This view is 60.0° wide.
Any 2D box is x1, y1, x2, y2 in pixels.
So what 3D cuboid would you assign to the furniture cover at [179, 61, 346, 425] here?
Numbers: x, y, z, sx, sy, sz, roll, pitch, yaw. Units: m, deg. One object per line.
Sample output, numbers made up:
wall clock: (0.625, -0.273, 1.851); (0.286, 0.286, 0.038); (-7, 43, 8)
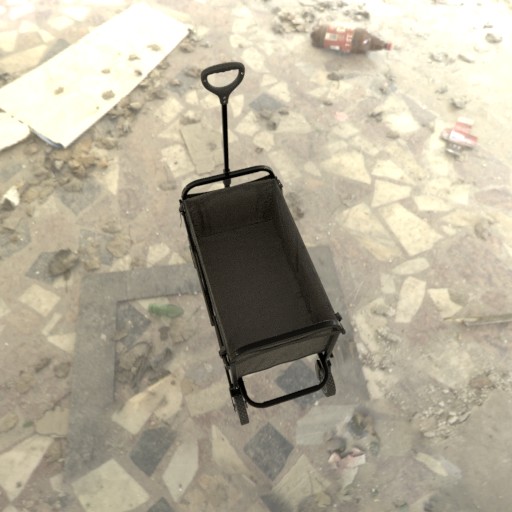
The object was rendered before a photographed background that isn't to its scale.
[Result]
furniture cover: (0.000, 0.000, 1.842); (0.532, 1.295, 1.038); (-15, 60, -9)
